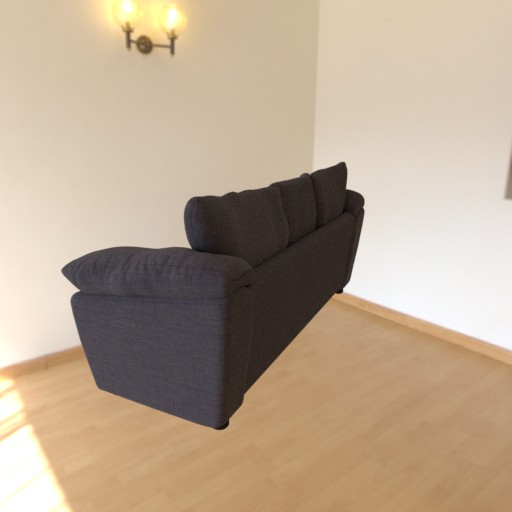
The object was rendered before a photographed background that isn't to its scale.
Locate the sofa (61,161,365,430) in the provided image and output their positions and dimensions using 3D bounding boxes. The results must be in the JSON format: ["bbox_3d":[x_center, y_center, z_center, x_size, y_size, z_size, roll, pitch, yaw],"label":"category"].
[{"bbox_3d":[0.000,0.000,2.870,0.883,1.080,2.336,8,18,25],"label":"sofa"}]
